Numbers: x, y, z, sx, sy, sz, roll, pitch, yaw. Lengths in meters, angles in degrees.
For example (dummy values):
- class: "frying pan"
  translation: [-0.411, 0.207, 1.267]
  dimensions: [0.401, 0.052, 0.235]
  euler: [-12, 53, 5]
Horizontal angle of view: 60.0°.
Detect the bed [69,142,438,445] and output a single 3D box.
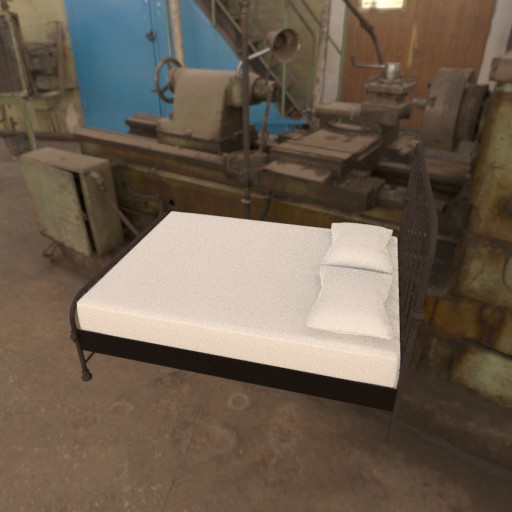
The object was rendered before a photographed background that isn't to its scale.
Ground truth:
- class: "bed"
  translation: [0.000, 0.000, 3.186]
  dimensions: [2.134, 1.446, 1.616]
  euler: [8, 31, 13]
